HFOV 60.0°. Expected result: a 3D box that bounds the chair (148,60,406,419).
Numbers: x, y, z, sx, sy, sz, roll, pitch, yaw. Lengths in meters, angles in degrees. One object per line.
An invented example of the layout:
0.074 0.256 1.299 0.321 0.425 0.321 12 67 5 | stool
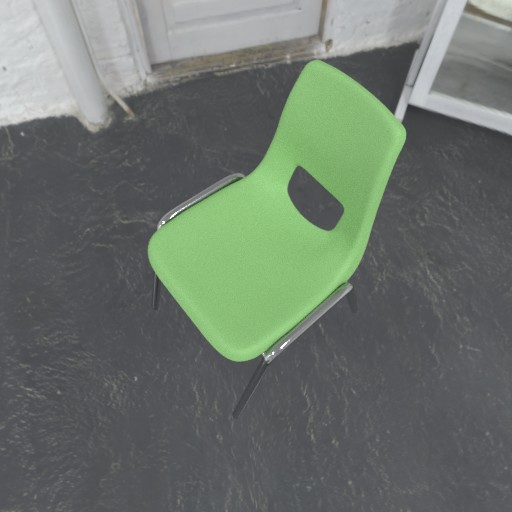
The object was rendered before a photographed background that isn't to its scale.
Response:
0.000 0.000 0.922 0.436 0.653 0.381 -36 68 -17 | chair
